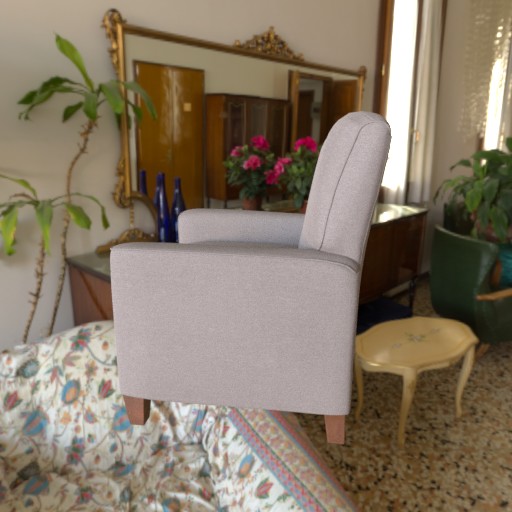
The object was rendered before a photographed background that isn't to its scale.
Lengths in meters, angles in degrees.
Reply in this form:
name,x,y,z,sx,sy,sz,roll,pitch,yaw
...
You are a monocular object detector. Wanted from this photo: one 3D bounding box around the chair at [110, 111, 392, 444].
name,x,y,z,sx,sy,sz,roll,pitch,yaw
chair,0.000,0.000,1.691,0.859,1.023,0.845,2,15,8
